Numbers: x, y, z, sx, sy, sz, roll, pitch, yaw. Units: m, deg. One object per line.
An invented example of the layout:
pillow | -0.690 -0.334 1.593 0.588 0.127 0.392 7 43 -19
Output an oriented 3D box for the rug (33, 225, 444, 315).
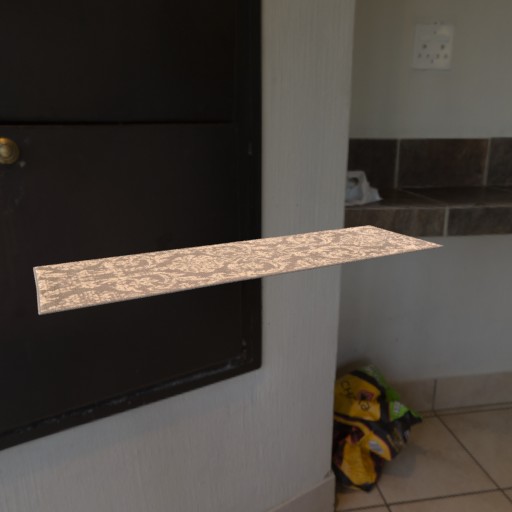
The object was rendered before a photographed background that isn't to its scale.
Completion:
rug | 0.000 0.000 2.447 2.196 0.011 0.662 -8 18 -26
